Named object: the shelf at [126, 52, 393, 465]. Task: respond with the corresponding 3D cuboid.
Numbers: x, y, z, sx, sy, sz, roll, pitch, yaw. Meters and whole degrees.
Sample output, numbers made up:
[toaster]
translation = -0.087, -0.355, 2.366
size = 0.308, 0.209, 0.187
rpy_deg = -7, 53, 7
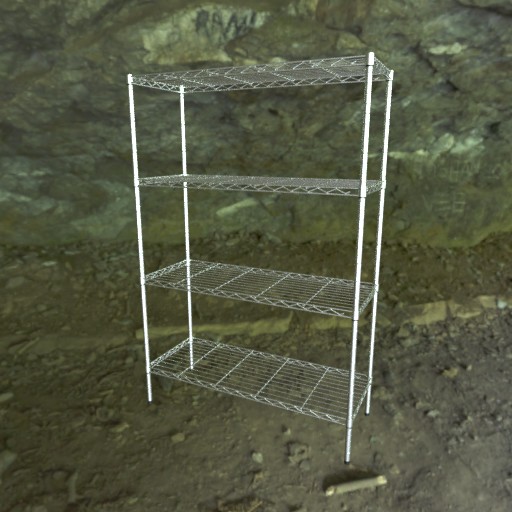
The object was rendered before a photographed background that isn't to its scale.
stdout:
[shelf]
translation = 0.000, 0.000, 1.756
size = 0.907, 1.360, 0.352
rpy_deg = 7, 15, 25
